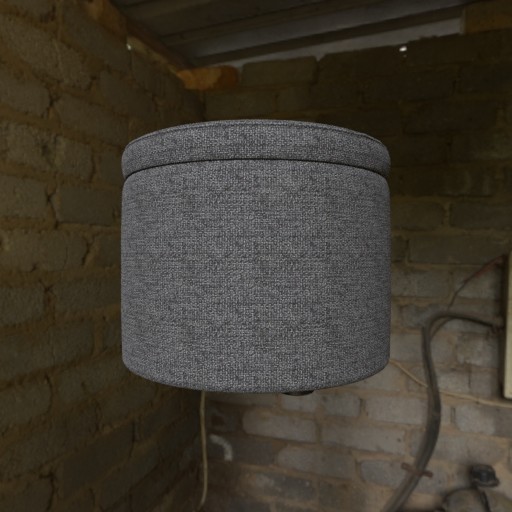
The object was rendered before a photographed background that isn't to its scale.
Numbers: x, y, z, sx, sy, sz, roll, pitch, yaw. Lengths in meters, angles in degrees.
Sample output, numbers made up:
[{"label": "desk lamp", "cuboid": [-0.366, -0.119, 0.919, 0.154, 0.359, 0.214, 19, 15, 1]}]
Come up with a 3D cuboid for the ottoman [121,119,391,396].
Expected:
[{"label": "ottoman", "cuboid": [0.000, 0.000, 0.893, 0.520, 0.430, 0.520, 0, 0, 0]}]
